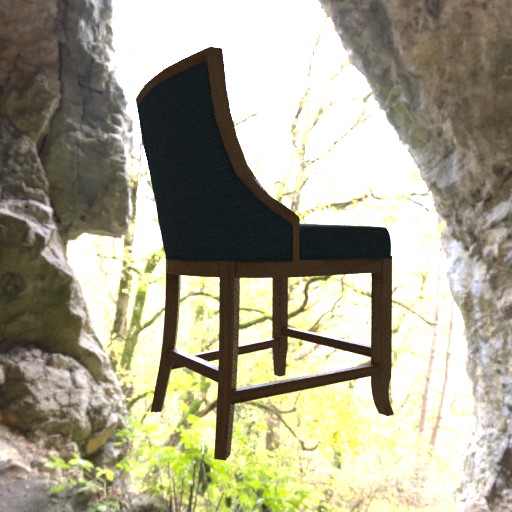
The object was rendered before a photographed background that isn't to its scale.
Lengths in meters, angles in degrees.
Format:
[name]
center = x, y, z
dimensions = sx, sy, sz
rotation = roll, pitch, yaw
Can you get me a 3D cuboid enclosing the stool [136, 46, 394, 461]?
[stool]
center = 0.000, 0.000, 1.317
dimensions = 0.626, 0.938, 0.524
rotation = -1, 2, -37
